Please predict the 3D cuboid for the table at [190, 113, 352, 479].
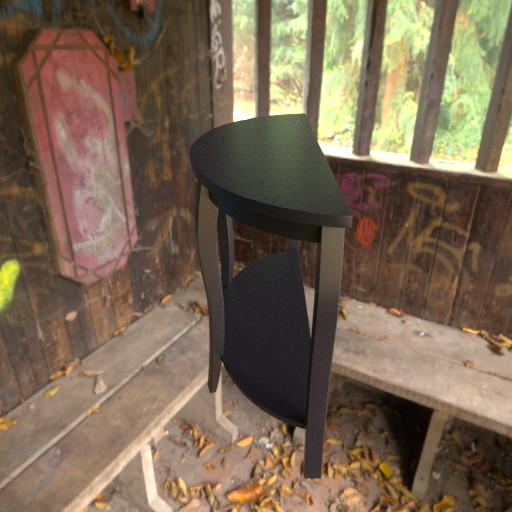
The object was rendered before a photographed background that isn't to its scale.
[{"bbox_3d":[0.000,0.000,1.555,0.394,0.780,1.219,1,26,1],"label":"table"}]
